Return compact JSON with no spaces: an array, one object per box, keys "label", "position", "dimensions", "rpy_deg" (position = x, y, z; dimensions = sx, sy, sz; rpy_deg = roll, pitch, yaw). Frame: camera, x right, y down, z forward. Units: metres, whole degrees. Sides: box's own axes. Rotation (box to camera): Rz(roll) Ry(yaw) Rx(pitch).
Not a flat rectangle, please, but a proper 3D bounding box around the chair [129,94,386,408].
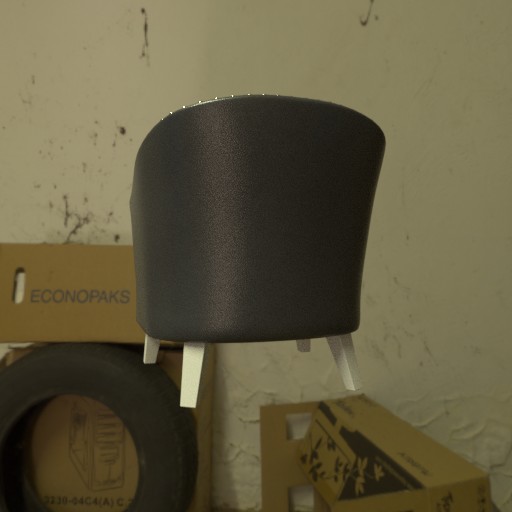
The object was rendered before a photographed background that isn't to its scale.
[{"label":"chair","position":[0.000,0.000,1.482],"dimensions":[0.794,0.823,0.748],"rpy_deg":[0,0,-18]}]
